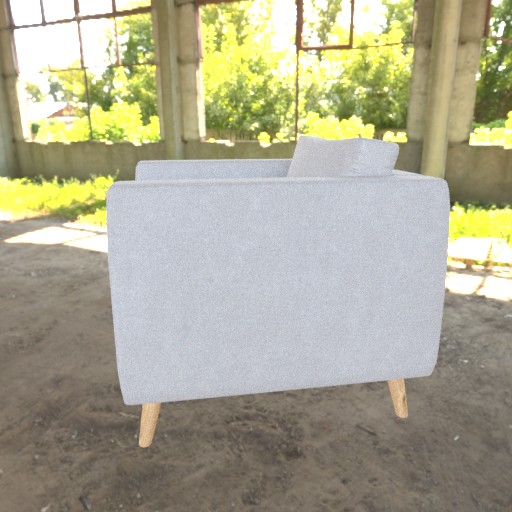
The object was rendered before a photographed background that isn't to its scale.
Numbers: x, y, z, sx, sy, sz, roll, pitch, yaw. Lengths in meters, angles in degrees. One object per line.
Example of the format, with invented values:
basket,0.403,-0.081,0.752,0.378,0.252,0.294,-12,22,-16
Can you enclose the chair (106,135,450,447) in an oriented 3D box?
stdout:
chair,0.000,0.000,1.647,0.930,0.860,1.000,-3,16,-9
